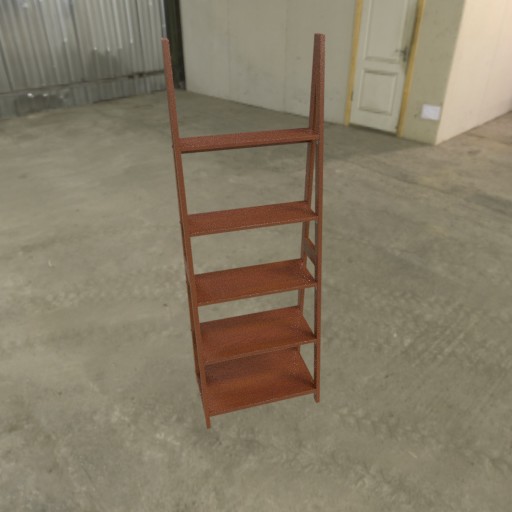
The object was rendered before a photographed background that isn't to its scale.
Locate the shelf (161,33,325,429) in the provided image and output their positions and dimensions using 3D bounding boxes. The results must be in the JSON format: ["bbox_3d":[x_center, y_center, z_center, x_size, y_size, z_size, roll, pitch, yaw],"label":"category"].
[{"bbox_3d":[0.000,0.000,2.027,0.630,1.780,0.356,-8,33,-13],"label":"shelf"}]
